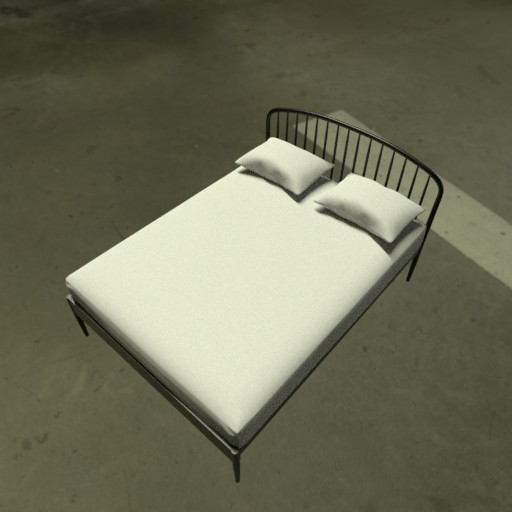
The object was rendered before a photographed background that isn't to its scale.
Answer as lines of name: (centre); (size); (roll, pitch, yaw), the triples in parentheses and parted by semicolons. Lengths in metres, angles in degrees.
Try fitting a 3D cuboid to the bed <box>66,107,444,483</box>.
bed: (0.000, 0.000, 3.160); (1.618, 1.166, 2.159); (32, 54, 27)
